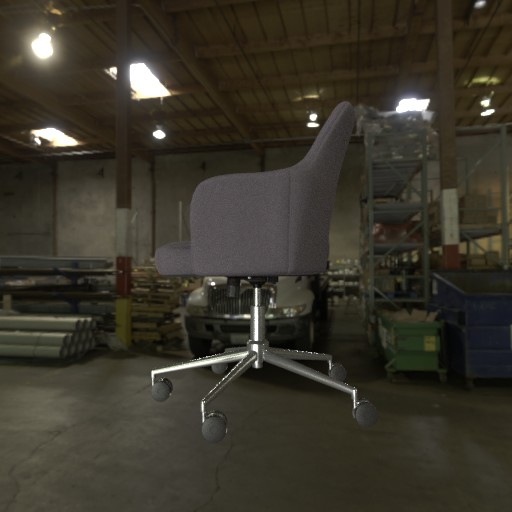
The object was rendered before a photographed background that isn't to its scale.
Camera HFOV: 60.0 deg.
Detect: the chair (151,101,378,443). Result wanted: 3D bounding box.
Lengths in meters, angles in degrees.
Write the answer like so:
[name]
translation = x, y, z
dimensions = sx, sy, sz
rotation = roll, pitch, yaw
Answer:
[chair]
translation = 0.000, 0.000, 1.288
dimensions = 0.600, 0.820, 0.655
rotation = 0, -1, -1
